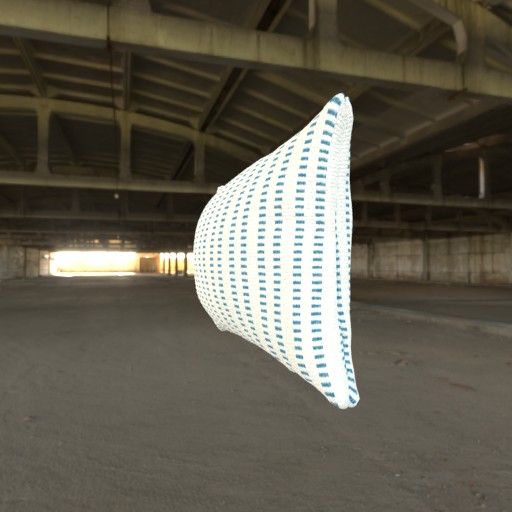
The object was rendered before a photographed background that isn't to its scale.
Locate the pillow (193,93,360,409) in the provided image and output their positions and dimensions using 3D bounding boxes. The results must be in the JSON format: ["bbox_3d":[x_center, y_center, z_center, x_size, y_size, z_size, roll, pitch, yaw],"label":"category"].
[{"bbox_3d":[0.000,0.000,0.788,0.210,0.353,0.640,0,-1,-17],"label":"pillow"}]
